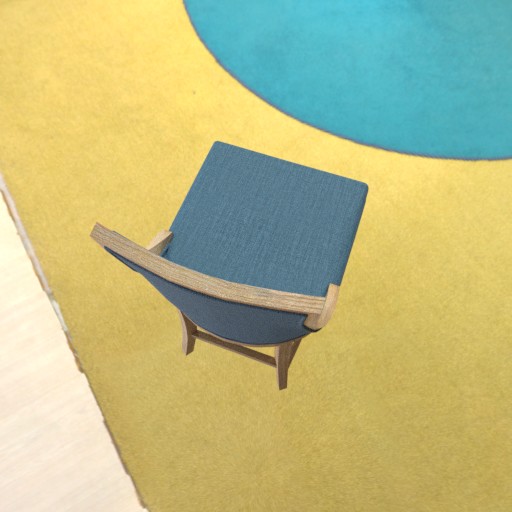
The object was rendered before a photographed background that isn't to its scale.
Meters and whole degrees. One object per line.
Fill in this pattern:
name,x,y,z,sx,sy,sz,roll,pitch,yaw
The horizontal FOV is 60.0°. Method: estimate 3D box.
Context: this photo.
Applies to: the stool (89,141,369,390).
stool,0.000,0.000,1.299,0.524,0.938,0.626,18,65,9
